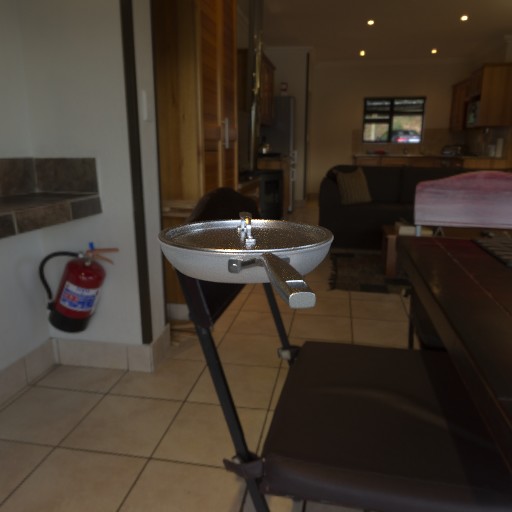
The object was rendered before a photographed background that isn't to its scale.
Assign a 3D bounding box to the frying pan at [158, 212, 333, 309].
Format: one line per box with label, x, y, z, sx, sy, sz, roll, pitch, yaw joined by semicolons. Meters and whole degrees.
frying pan;0.000;0.000;0.596;0.272;0.086;0.490;-2;13;-8
